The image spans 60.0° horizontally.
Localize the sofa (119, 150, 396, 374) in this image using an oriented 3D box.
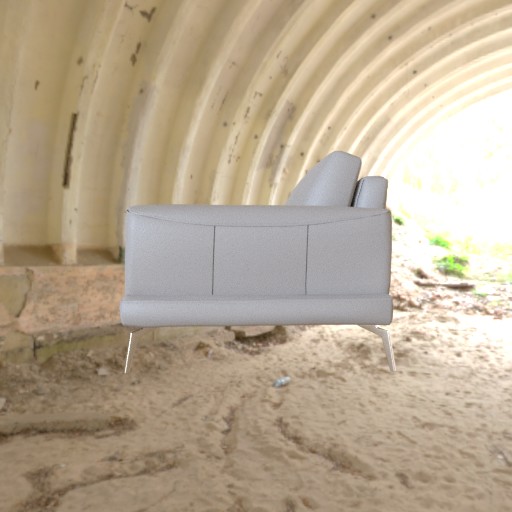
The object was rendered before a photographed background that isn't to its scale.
[{"bbox_3d":[0.000,0.000,2.756,1.121,0.930,2.177,0,0,-1],"label":"sofa"}]
